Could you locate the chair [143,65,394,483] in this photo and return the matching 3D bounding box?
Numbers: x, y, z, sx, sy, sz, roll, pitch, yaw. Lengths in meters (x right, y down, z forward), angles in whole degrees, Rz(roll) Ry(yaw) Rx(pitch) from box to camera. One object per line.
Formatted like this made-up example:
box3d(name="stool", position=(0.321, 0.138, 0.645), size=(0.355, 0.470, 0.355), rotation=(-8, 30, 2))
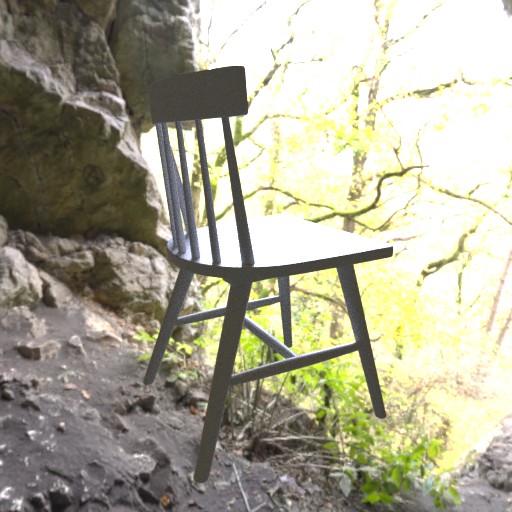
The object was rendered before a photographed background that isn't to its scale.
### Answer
box3d(name="chair", position=(0.000, 0.000, 1.086), size=(0.500, 0.787, 0.483), rotation=(-8, 17, -27))
